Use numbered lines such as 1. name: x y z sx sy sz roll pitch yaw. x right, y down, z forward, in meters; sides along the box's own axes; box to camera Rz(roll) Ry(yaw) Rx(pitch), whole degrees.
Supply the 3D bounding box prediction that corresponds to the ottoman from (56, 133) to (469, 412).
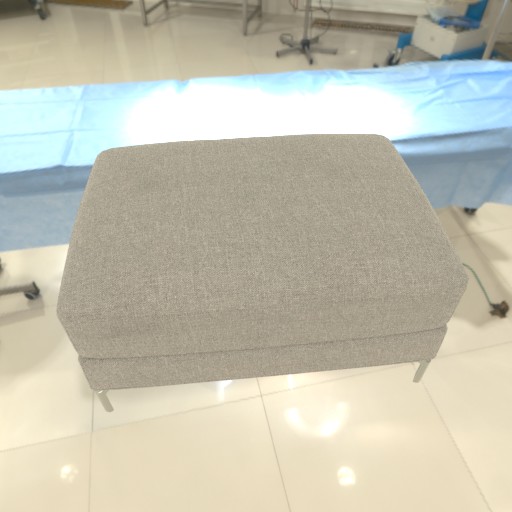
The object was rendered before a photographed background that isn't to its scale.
1. ottoman: 0.000 0.000 1.151 0.838 0.457 0.584 -4 46 -4
